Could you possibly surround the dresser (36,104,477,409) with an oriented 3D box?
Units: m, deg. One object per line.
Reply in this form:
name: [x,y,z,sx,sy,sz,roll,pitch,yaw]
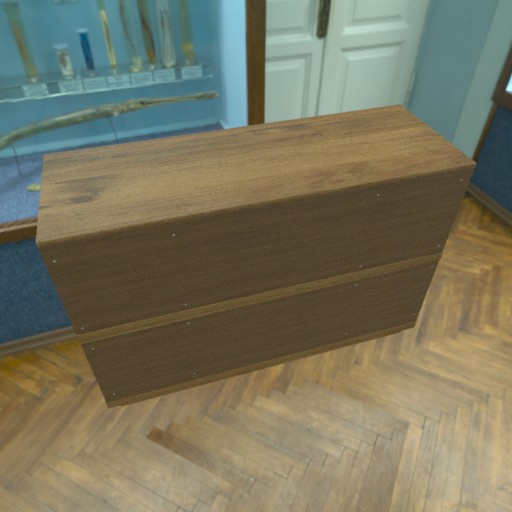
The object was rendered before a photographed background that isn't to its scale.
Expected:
dresser: [0.000,0.000,1.646,1.261,0.825,0.479,-12,44,-13]
